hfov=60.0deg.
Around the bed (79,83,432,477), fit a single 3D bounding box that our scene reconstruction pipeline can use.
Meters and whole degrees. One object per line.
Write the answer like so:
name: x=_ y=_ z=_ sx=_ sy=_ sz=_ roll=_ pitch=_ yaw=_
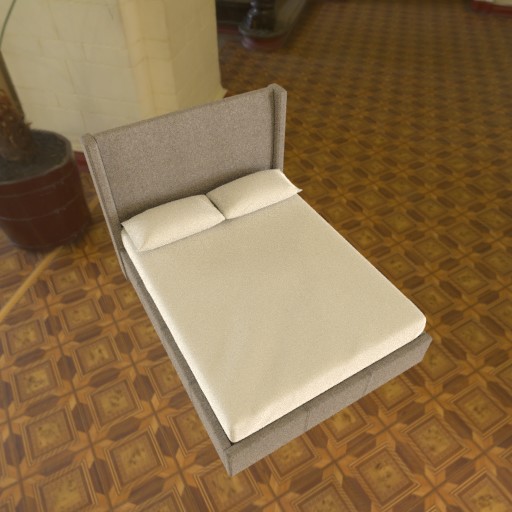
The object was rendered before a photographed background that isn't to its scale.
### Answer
bed: x=0.000 y=0.000 z=3.403 sx=1.714 sy=1.481 sz=2.245 roll=-23 pitch=50 yaw=-21
